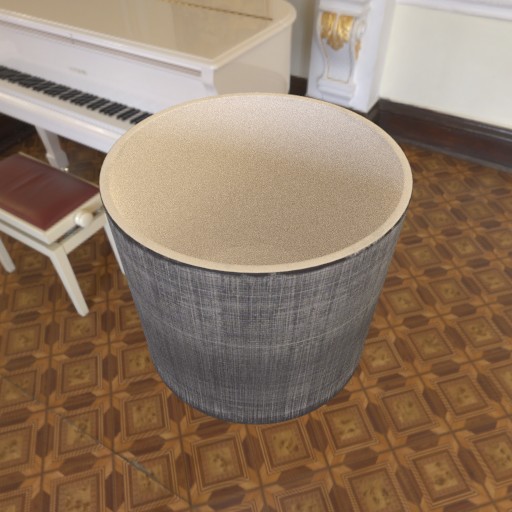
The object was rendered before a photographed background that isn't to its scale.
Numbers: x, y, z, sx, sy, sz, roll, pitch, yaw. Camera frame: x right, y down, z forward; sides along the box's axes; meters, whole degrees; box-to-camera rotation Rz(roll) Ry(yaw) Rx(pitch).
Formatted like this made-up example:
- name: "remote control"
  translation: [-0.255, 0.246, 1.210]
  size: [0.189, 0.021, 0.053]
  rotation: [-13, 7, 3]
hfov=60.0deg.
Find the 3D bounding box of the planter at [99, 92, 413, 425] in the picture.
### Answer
- name: "planter"
  translation: [0.000, 0.000, 0.314]
  size: [0.178, 0.157, 0.178]
  rotation: [0, 45, 0]
